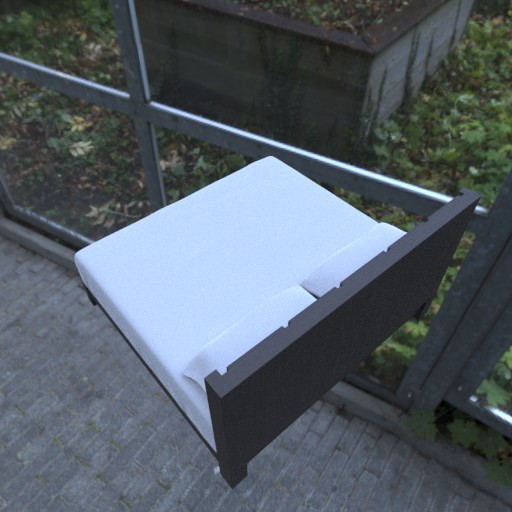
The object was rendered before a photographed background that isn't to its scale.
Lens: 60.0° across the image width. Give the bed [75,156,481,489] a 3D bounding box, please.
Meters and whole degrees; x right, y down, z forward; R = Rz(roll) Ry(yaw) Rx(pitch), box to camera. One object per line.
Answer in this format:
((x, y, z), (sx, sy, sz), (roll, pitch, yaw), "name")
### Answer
((0.000, 0.000, 3.382), (2.134, 1.270, 2.012), (-32, 54, -27), "bed")
